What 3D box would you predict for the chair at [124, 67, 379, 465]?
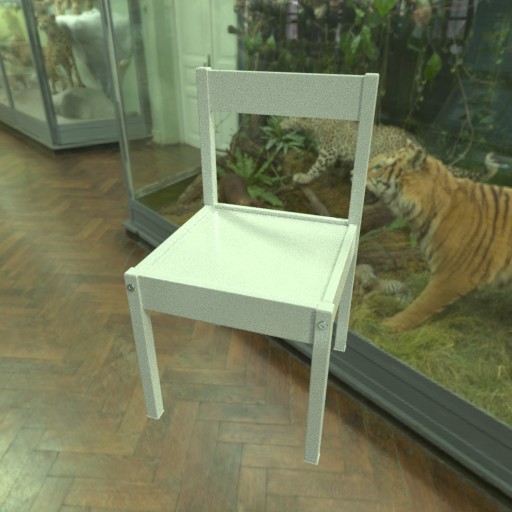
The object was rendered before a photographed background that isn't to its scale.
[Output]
[{"bbox_3d":[0.000,0.000,0.685,0.285,0.505,0.285,9,30,16],"label":"chair"}]
